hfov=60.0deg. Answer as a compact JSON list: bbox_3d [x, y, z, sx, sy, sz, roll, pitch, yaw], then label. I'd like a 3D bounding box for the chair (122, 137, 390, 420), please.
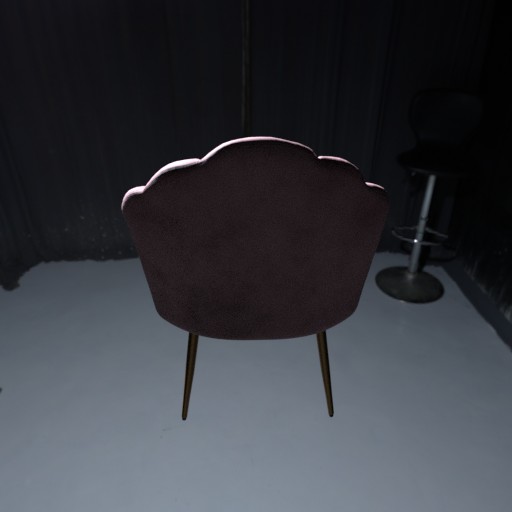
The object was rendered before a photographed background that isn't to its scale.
[{"bbox_3d":[0.000,0.000,1.239,0.657,0.819,0.599,-1,30,-1],"label":"chair"}]
